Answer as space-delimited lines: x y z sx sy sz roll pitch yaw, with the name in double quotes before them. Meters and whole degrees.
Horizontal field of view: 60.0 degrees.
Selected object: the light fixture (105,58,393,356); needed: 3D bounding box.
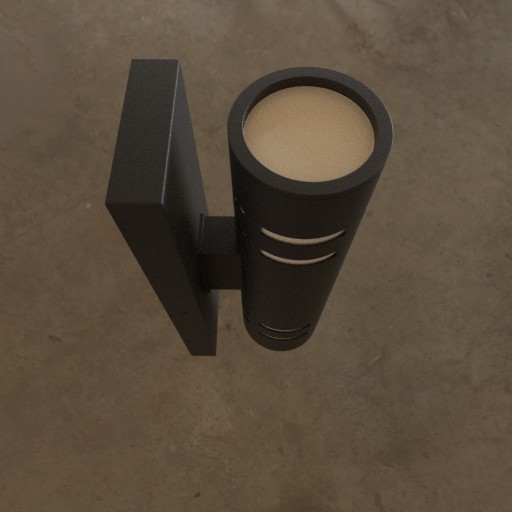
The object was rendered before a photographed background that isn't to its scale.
"light fixture" 0.000 0.000 0.391 0.149 0.330 0.105 1 64 0
